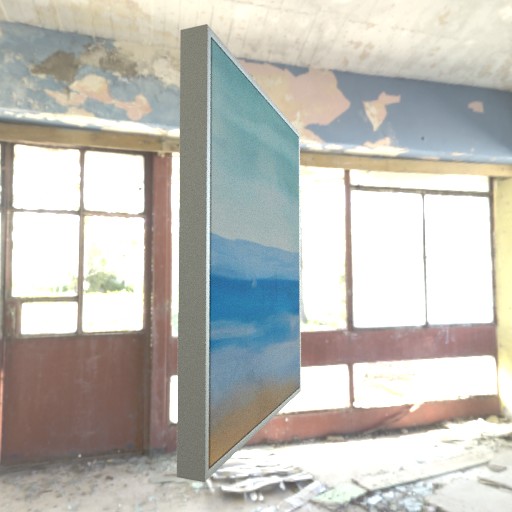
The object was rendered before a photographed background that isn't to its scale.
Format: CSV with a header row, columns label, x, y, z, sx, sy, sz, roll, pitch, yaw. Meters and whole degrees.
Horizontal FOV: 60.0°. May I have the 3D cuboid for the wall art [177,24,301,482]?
label,x,y,z,sx,sy,sz,roll,pitch,yaw
wall art,0.000,0.000,0.749,0.039,0.553,0.445,-1,-3,20
